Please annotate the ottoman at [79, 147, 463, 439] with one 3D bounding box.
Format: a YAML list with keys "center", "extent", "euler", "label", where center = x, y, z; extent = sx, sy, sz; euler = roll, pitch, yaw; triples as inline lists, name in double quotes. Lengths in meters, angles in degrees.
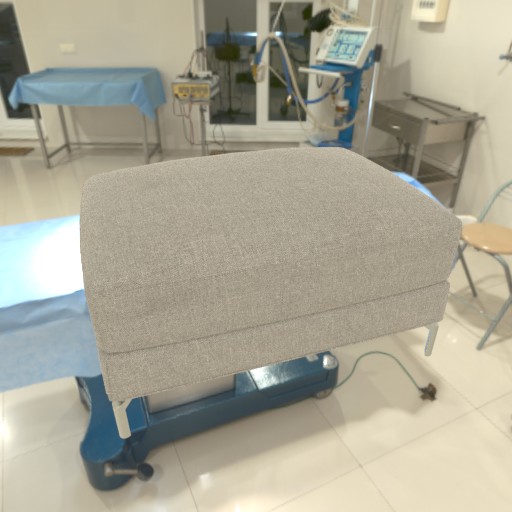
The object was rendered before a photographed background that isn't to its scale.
- center: [0.000, 0.000, 1.179]
  extent: [0.838, 0.457, 0.584]
  euler: [-10, 33, -16]
  label: "ottoman"
